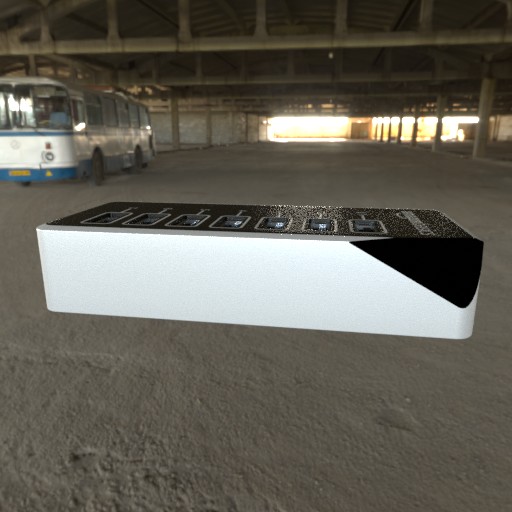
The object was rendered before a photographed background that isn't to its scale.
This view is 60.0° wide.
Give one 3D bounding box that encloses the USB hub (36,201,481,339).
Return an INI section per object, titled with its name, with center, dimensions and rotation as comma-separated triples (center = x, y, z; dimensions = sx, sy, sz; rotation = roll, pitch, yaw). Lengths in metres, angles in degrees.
[USB hub]
center = 0.000, 0.000, 0.128
dimensions = 0.110, 0.023, 0.044
rotation = 3, 16, 9
